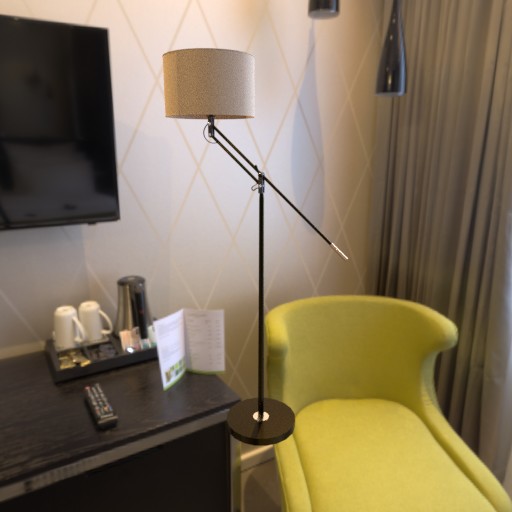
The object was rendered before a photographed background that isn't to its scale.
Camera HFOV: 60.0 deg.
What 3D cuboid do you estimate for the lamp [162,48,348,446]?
[{"bbox_3d":[0.000,0.000,1.914,0.809,1.635,0.373,8,16,27],"label":"lamp"}]
